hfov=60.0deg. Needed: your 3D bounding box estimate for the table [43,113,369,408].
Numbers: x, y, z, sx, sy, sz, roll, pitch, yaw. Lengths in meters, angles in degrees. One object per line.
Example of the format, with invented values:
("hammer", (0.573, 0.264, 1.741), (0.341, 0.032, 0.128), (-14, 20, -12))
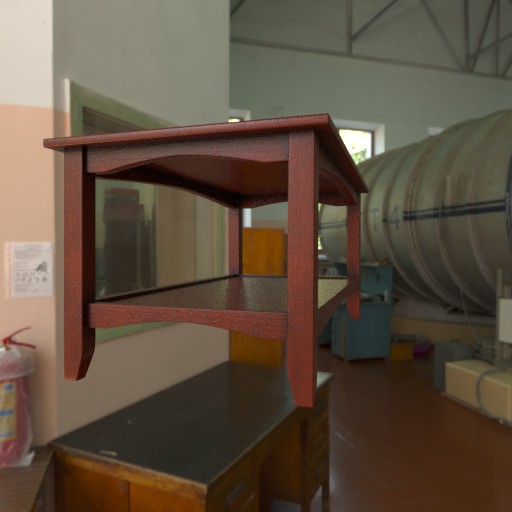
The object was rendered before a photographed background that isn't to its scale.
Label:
("table", (0.000, 0.000, 1.198), (0.533, 0.456, 0.943), (0, 2, 18))
